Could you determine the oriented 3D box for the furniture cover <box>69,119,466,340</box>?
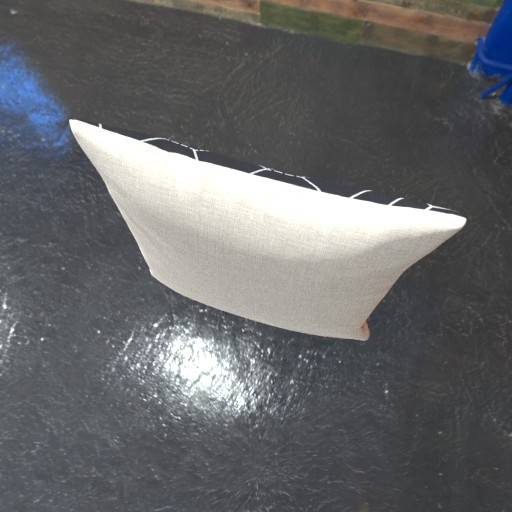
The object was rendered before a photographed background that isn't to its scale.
[{"bbox_3d":[0.000,0.000,0.775,0.517,0.508,0.158,16,65,7],"label":"furniture cover"}]
